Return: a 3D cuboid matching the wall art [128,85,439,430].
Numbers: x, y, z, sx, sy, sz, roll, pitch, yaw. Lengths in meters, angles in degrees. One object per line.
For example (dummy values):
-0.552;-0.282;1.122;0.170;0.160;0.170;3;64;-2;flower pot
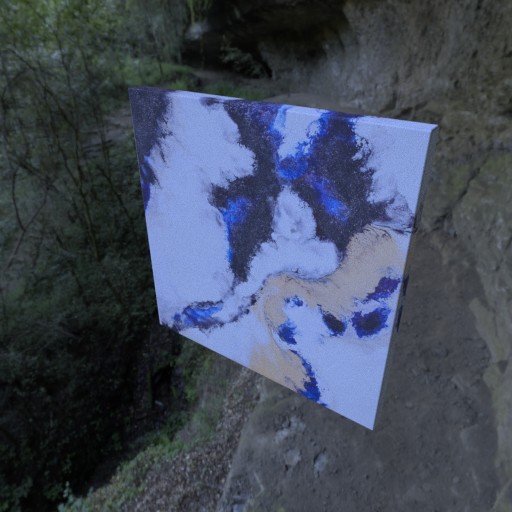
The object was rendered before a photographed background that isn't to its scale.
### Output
0.000;0.000;0.916;0.609;0.609;0.039;19;35;30;wall art
